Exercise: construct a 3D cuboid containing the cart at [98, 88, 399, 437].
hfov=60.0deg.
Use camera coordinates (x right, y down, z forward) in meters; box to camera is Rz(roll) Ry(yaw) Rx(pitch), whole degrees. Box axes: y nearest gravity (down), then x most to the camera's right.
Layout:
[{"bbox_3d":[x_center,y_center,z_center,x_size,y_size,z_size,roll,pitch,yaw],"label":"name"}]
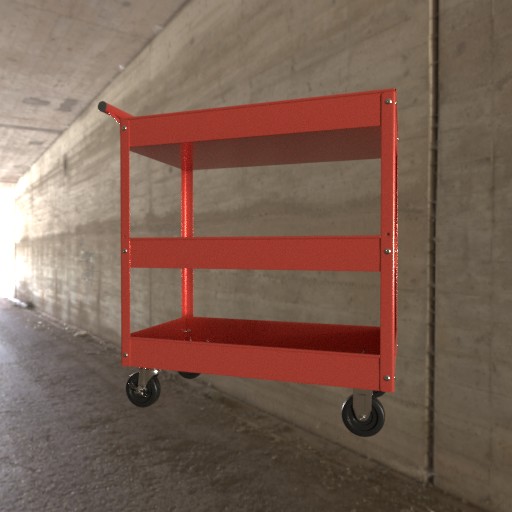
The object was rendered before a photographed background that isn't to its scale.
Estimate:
[{"bbox_3d":[0.000,0.000,1.181,0.719,0.780,0.366,0,1,19],"label":"cart"}]
